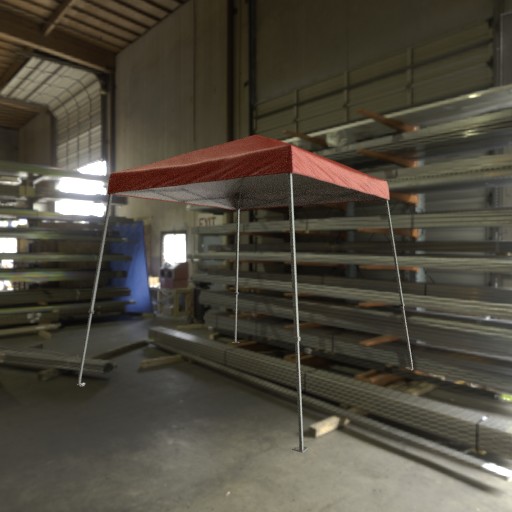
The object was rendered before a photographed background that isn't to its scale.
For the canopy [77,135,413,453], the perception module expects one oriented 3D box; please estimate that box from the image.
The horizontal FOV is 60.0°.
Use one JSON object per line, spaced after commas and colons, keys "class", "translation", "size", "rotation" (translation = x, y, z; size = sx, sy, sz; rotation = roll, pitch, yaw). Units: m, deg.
{"class": "canopy", "translation": [0.000, 0.000, 5.230], "size": [2.849, 2.850, 2.850], "rotation": [0, 1, 35]}
